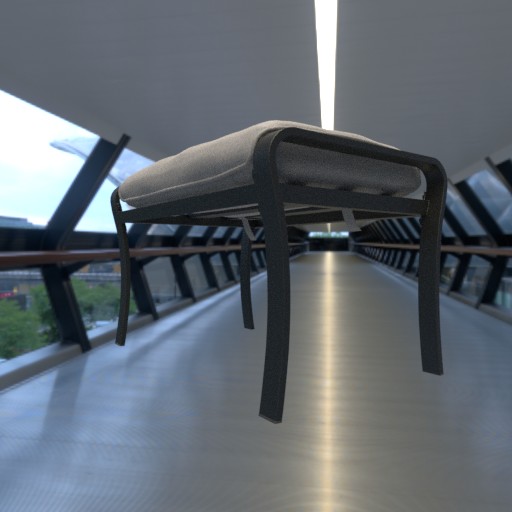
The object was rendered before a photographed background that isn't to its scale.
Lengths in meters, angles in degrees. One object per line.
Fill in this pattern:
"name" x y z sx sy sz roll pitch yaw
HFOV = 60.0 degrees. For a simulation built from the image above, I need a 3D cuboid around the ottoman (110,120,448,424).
"ottoman" 0.000 0.000 0.921 0.406 0.422 0.610 0 1 -36
